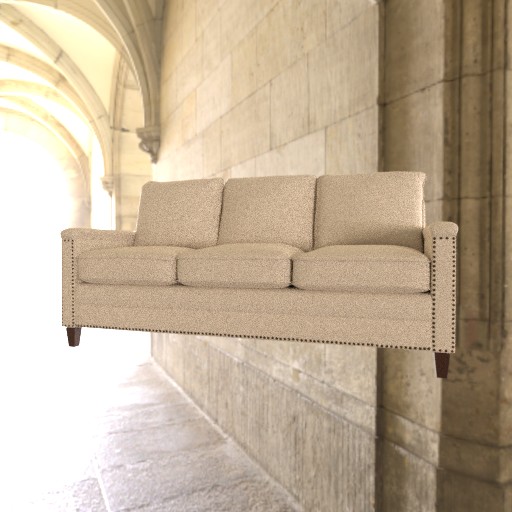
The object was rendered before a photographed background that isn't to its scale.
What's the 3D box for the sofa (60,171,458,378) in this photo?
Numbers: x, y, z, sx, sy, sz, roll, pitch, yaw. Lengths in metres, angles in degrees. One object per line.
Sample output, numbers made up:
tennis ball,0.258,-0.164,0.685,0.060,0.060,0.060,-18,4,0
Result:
sofa,0.000,0.000,2.405,1.925,0.961,0.828,0,1,18
